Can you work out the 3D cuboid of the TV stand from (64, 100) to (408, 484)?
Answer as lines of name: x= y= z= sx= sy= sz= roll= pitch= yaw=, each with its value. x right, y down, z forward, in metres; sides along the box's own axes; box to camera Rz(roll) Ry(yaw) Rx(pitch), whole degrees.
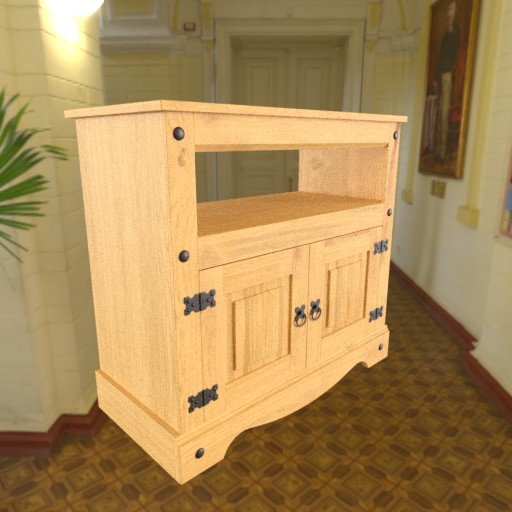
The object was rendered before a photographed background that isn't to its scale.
TV stand: x=0.000 y=0.000 z=1.287 sx=0.851 sy=0.787 sz=0.430 roll=-14 pitch=20 yaw=-42
